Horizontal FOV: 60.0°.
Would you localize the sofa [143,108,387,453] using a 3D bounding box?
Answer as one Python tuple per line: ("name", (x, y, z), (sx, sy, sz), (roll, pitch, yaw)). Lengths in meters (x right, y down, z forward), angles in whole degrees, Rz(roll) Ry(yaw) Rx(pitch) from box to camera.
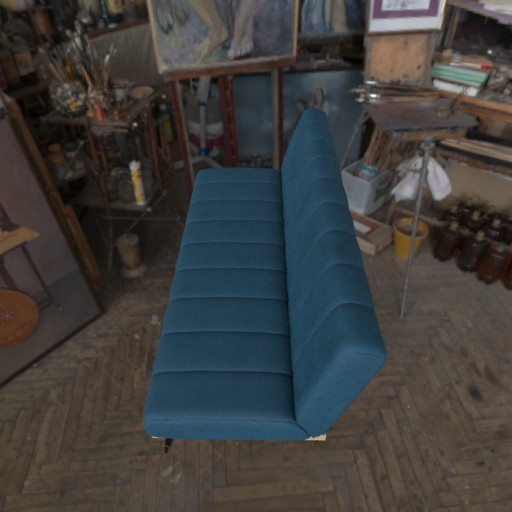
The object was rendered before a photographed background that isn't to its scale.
("sofa", (0.000, 0.000, 2.270), (0.830, 0.825, 1.810), (1, 41, 1))
